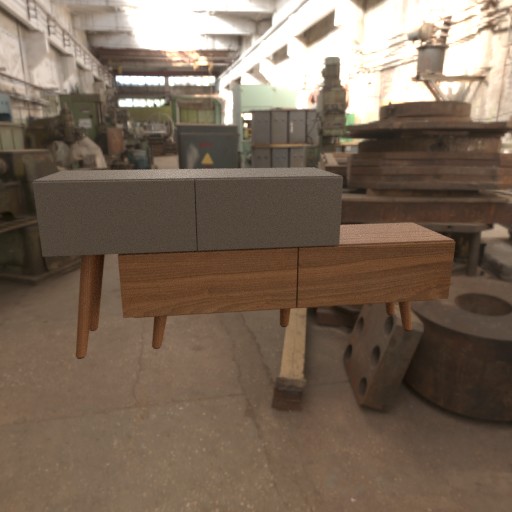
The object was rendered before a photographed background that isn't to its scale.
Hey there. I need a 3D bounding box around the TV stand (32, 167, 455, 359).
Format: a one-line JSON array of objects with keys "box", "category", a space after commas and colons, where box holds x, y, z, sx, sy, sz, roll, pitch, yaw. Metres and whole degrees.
[{"box": [0.000, 0.000, 1.587, 1.336, 0.591, 0.329, -2, 16, -8], "category": "TV stand"}]
